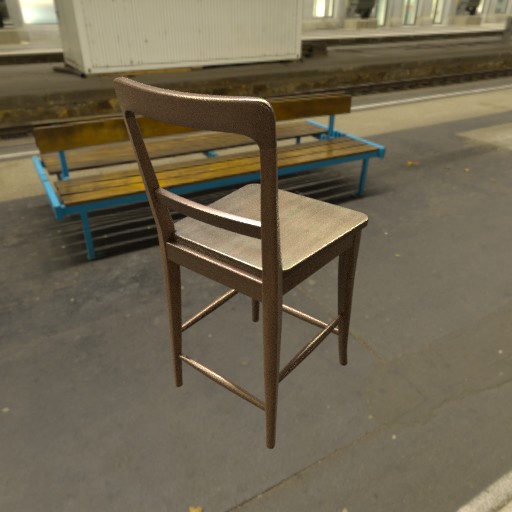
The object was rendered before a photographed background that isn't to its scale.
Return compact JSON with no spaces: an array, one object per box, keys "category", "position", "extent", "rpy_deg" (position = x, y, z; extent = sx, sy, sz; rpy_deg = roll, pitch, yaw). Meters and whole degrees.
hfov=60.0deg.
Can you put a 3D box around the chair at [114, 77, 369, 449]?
[{"category":"chair","position":[0.000,0.000,1.283],"extent":[0.450,0.991,0.546],"rpy_deg":[21,36,32]}]
